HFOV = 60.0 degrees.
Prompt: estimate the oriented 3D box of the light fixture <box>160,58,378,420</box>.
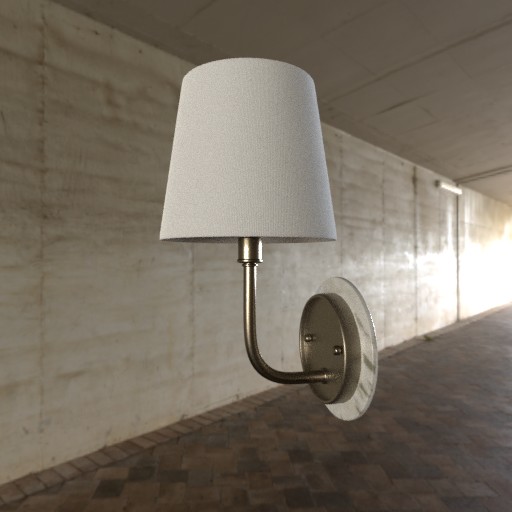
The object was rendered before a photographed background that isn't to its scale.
[{"bbox_3d":[0.000,0.000,0.441,0.188,0.337,0.168,0,0,-17],"label":"light fixture"}]
